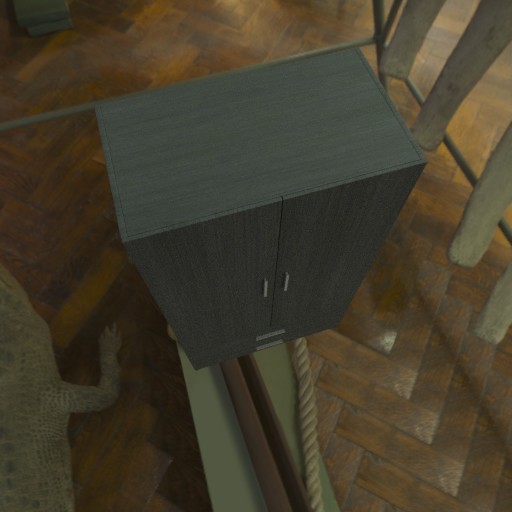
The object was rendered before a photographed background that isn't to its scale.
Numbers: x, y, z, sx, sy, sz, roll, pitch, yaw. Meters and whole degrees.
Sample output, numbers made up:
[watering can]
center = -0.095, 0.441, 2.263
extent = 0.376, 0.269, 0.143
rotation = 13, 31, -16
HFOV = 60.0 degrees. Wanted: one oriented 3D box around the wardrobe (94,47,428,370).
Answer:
[wardrobe]
center = 0.000, 0.000, 2.278
extent = 0.991, 1.808, 0.577
rotation = -16, 65, -8
